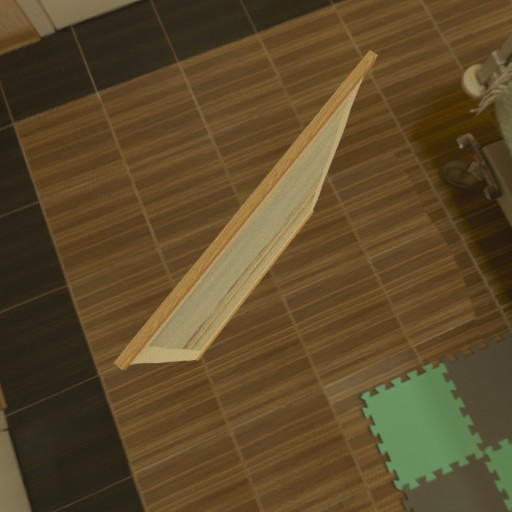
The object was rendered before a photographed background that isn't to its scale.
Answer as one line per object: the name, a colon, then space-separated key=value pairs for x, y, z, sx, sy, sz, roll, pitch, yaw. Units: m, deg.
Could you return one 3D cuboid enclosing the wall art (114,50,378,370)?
wall art: x=0.000 y=0.000 z=0.784 sx=0.011 sy=0.605 sz=0.458 roll=37 pitch=80 yaw=8
